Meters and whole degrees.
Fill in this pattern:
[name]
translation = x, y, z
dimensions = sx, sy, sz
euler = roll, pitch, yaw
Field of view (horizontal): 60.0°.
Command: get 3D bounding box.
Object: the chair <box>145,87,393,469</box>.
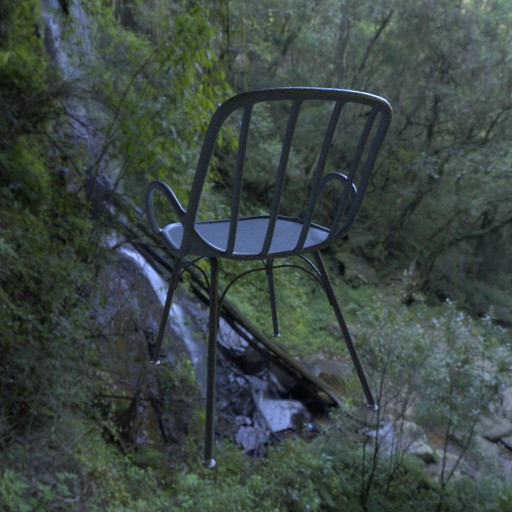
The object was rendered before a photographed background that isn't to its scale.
[chair]
translation = 0.000, 0.000, 1.217
dimensions = 0.549, 0.816, 0.597
euler = -7, 17, -26
